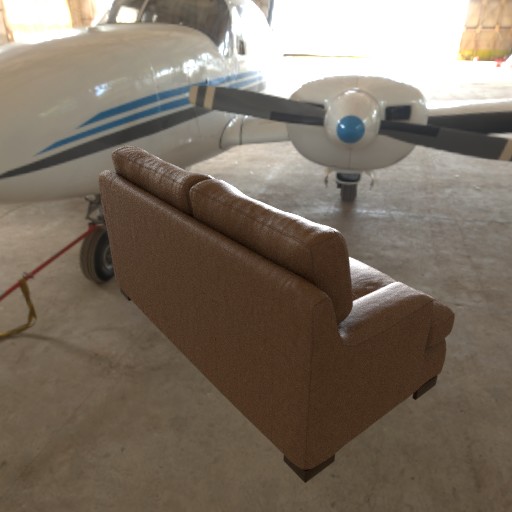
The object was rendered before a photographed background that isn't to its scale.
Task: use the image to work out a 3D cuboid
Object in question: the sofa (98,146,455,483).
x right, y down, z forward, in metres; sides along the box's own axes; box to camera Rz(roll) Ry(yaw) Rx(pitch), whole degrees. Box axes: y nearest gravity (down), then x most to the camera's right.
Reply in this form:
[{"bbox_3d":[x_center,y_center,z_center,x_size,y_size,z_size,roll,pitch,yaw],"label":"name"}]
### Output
[{"bbox_3d":[0.000,0.000,2.364,0.962,0.980,1.855,-19,32,-33],"label":"sofa"}]
